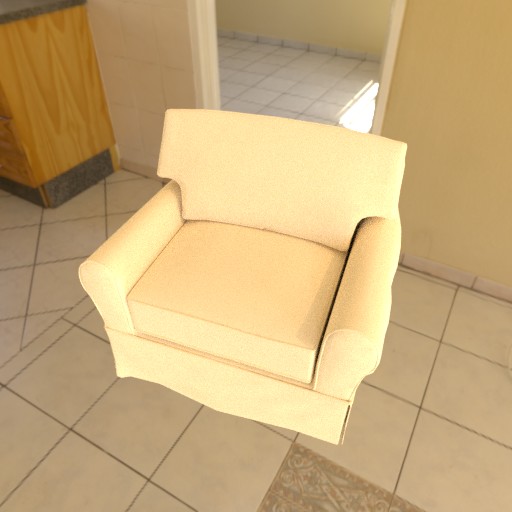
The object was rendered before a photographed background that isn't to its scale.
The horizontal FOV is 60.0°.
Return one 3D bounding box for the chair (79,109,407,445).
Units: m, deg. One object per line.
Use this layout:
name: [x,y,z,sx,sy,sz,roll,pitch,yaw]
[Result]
chair: [0.000,0.000,1.812,1.099,0.958,0.904,13,43,15]
